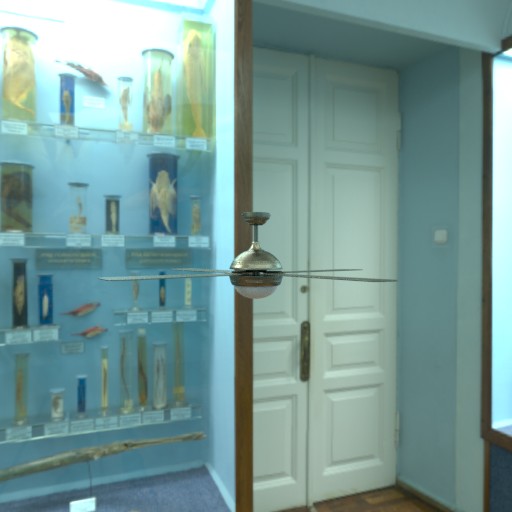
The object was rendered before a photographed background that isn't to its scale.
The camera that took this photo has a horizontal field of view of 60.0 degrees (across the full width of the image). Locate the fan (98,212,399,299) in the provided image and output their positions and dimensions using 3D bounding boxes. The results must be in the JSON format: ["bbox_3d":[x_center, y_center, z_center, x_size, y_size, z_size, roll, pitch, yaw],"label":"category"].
[{"bbox_3d":[0.000,0.000,1.977,1.321,0.381,1.321,0,1,-19],"label":"fan"}]
